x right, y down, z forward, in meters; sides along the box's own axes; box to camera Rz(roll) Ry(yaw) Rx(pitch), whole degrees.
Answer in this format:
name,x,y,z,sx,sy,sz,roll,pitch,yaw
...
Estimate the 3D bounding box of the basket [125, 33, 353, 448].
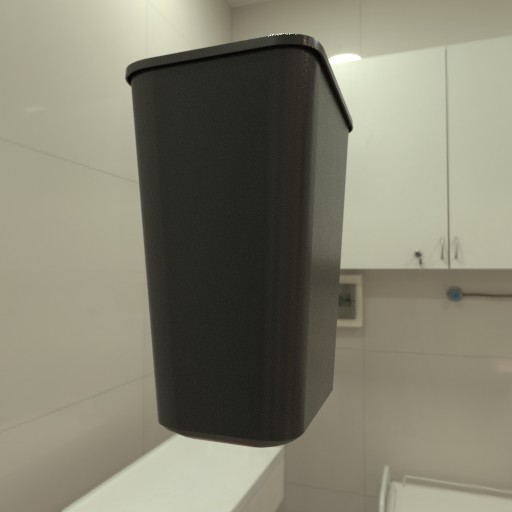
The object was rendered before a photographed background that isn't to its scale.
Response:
name,x,y,z,sx,sy,sz,roll,pitch,yaw
basket,0.000,0.000,0.741,0.287,0.521,0.394,-1,-2,19
